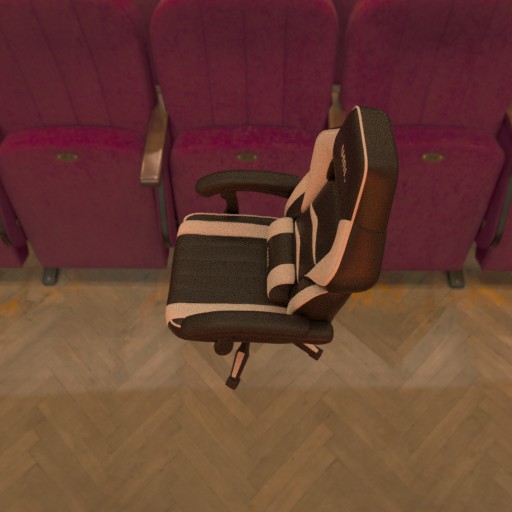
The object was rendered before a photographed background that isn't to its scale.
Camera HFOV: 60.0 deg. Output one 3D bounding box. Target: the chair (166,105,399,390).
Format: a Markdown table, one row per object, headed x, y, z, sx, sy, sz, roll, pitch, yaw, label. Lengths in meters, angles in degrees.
| x | y | z | sx | sy | sz | roll | pitch | yaw | label |
| --- | --- | --- | --- | --- | --- | --- | --- | --- | --- |
| 0.000 | 0.000 | 1.595 | 0.700 | 1.200 | 0.676 | 1 | 60 | 0 | chair |
